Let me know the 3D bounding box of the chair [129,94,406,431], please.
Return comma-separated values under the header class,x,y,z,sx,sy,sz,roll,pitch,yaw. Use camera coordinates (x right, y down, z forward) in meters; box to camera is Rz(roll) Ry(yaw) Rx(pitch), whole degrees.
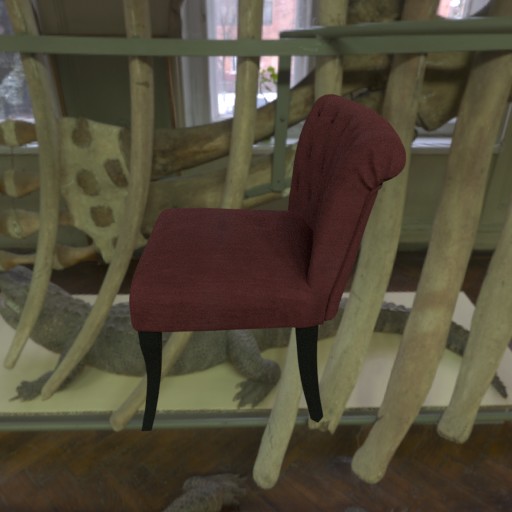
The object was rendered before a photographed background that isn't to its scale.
class,x,y,z,sx,sy,sz,roll,pitch,yaw
chair,0.000,0.000,1.184,0.605,0.750,0.582,-1,28,-2
